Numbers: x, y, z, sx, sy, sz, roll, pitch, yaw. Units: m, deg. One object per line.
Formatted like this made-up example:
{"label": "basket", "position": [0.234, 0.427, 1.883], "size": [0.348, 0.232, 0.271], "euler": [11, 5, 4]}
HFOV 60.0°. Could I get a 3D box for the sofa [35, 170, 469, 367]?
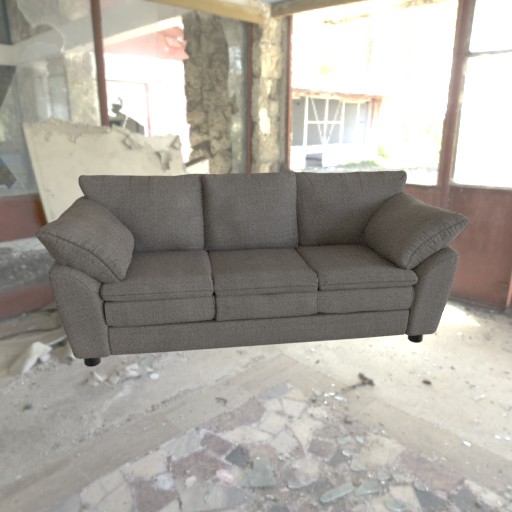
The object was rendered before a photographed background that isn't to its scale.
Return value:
{"label": "sofa", "position": [0.000, 0.000, 2.791], "size": [2.334, 0.996, 0.878], "euler": [-2, 16, -8]}
